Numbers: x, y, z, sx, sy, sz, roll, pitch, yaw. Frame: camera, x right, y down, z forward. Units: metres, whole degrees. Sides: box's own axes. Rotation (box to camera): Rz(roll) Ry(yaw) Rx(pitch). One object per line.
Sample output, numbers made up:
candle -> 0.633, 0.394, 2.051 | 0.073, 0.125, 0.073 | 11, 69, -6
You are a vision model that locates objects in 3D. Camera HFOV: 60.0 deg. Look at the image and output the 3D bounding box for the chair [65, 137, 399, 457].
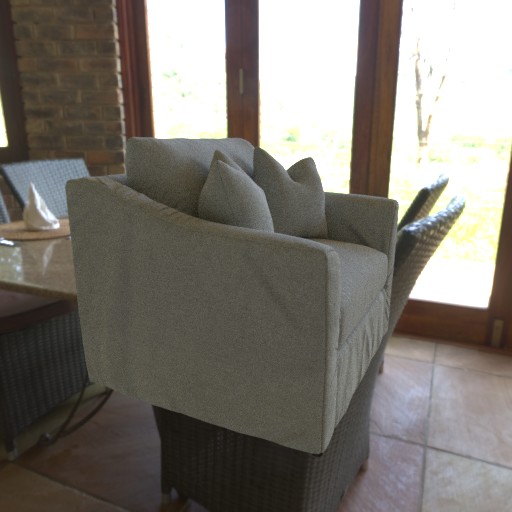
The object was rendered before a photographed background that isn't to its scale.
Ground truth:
chair -> 0.000, 0.000, 2.040 | 1.071, 1.059, 1.194 | 8, 17, 26
